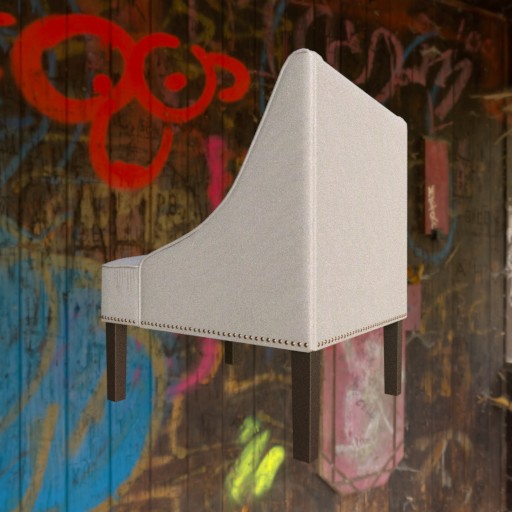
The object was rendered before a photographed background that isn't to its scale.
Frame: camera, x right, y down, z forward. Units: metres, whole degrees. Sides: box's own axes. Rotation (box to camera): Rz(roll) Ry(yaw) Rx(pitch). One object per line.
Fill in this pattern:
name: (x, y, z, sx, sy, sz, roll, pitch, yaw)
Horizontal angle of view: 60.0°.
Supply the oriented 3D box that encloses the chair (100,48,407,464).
chair: (0.000, 0.000, 1.371, 0.747, 0.867, 0.631, 0, 0, 36)
